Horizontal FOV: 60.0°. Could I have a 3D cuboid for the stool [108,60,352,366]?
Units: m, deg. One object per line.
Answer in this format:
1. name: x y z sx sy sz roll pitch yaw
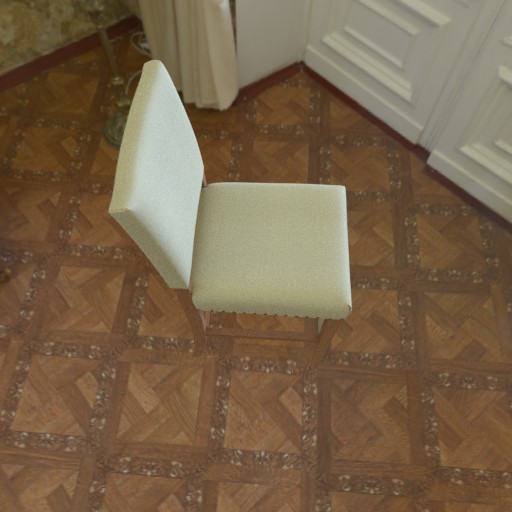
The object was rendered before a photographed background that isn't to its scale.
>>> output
1. stool: 0.000 0.000 1.474 0.584 1.168 0.445 3 63 1
